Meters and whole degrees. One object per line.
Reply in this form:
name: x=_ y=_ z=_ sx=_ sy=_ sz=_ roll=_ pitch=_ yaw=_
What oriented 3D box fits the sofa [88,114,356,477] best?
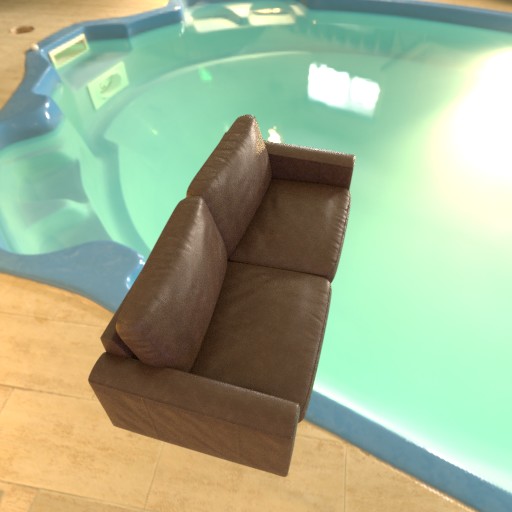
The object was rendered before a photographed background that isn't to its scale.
sofa: x=0.000 y=0.000 z=2.756 sx=1.016 sy=0.873 sz=2.179 roll=12 pitch=48 yaw=11
